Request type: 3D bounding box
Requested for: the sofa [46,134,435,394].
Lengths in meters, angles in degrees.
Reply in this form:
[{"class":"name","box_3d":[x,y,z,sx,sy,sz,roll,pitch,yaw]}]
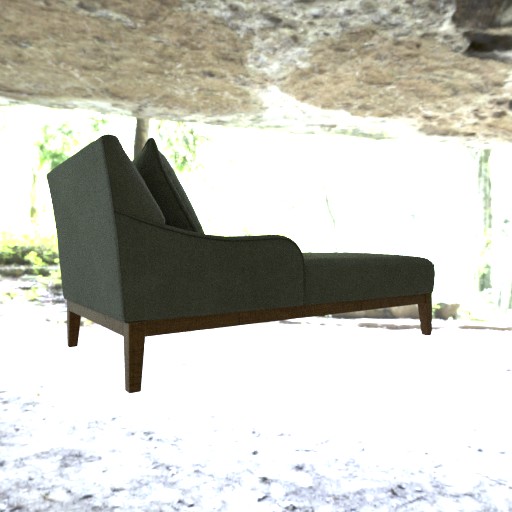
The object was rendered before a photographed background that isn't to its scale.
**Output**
[{"class":"sofa","box_3d":[0.000,0.000,2.231,1.779,0.859,0.894,-1,1,-35]}]
